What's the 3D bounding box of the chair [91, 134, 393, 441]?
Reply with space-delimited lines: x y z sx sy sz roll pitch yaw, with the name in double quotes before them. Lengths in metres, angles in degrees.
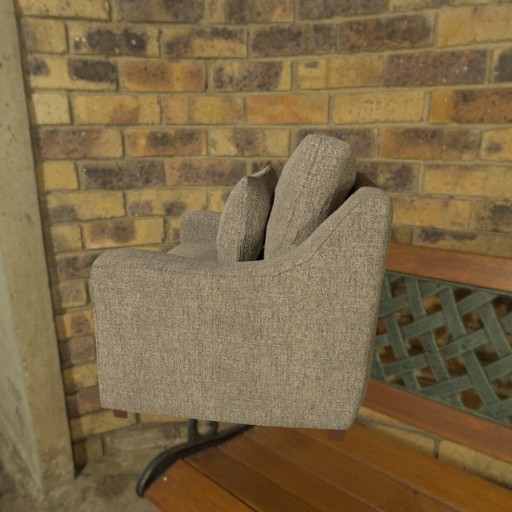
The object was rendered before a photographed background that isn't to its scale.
"chair" 0.000 0.000 1.977 1.009 1.037 1.138 2 15 9
